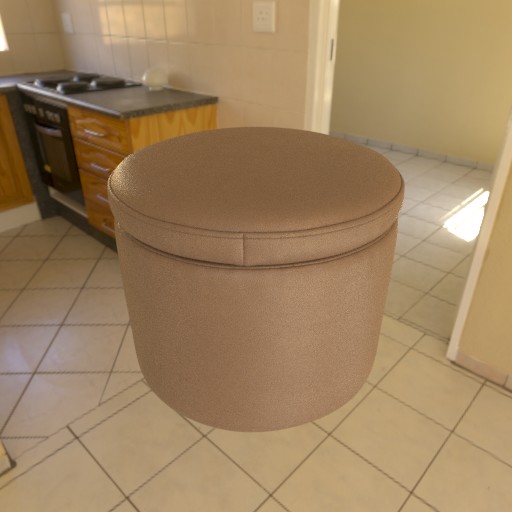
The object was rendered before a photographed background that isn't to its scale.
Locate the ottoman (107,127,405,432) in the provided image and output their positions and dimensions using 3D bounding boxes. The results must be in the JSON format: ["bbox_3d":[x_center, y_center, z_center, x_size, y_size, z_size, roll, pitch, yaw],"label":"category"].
[{"bbox_3d":[0.000,0.000,0.851,0.500,0.409,0.500,0,30,0],"label":"ottoman"}]
